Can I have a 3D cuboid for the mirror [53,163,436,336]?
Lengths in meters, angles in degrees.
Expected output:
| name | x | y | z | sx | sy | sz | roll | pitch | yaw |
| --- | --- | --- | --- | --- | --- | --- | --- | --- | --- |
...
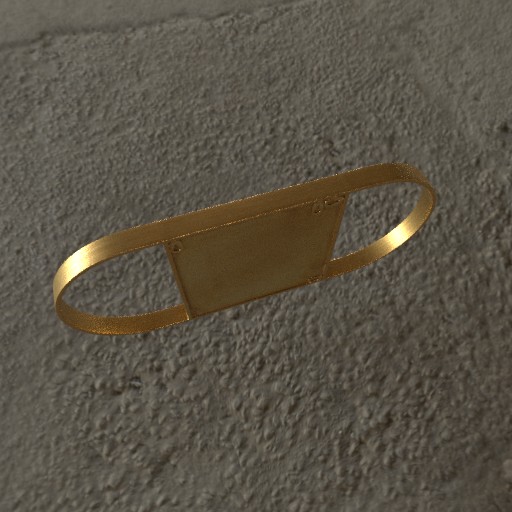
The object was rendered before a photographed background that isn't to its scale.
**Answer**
| name | x | y | z | sx | sy | sz | roll | pitch | yaw |
| --- | --- | --- | --- | --- | --- | --- | --- | --- | --- |
| mirror | 0.000 | 0.000 | 0.675 | 0.584 | 0.254 | 0.032 | -16 | 61 | -9 |
